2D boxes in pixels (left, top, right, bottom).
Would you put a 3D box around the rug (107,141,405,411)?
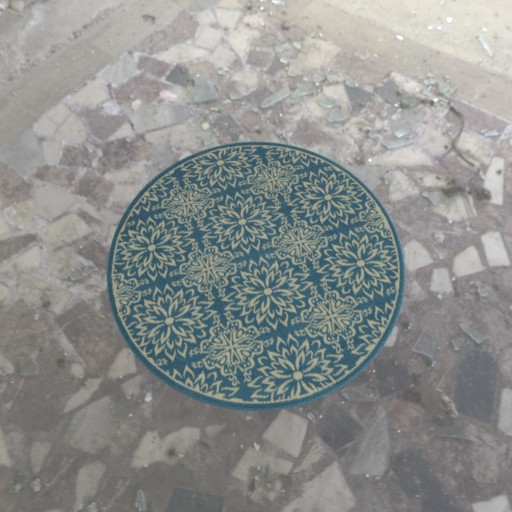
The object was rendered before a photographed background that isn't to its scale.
[{"bbox_3d":[0.000,0.000,2.391,1.593,0.012,1.593,0,63,0],"label":"rug"}]
